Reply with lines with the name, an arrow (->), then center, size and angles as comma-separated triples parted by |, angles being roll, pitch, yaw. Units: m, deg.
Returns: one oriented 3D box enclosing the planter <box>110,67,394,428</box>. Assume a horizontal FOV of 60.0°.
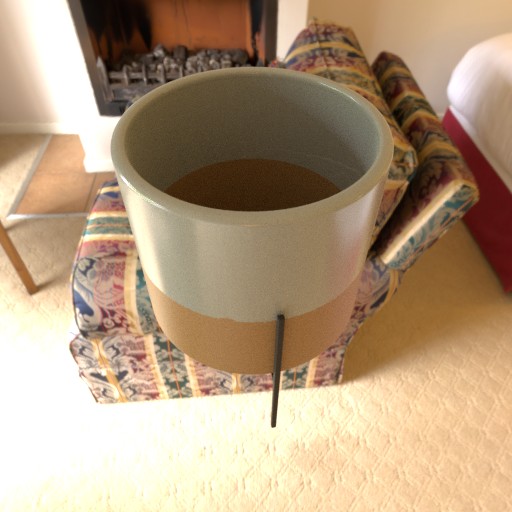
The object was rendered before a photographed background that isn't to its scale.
planter -> 0.000, 0.000, 0.725 | 0.360, 0.480, 0.348 | -33, 55, -27
